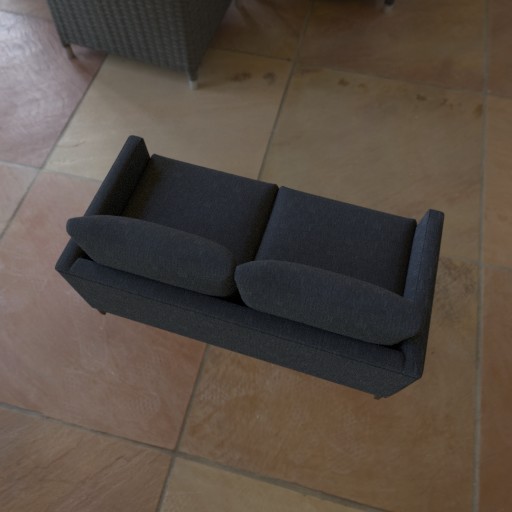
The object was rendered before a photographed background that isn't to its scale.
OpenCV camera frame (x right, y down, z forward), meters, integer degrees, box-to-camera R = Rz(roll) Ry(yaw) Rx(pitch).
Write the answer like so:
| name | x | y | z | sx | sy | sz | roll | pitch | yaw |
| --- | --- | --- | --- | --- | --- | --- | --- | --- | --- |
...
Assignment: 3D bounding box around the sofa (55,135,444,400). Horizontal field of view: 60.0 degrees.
| name | x | y | z | sx | sy | sz | roll | pitch | yaw |
| --- | --- | --- | --- | --- | --- | --- | --- | --- | --- |
| sofa | 0.000 | 0.000 | 2.273 | 1.716 | 0.862 | 0.866 | 15 | 64 | 8 |
